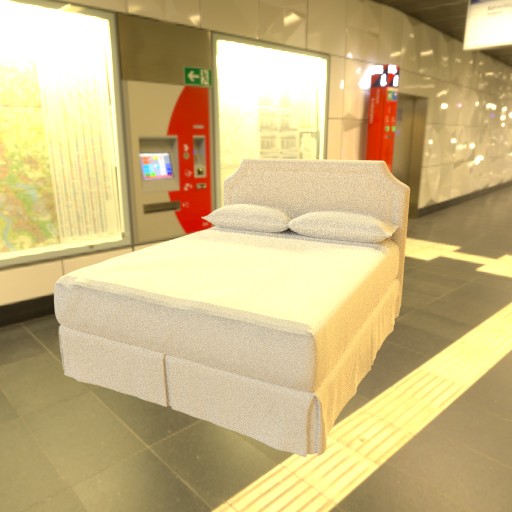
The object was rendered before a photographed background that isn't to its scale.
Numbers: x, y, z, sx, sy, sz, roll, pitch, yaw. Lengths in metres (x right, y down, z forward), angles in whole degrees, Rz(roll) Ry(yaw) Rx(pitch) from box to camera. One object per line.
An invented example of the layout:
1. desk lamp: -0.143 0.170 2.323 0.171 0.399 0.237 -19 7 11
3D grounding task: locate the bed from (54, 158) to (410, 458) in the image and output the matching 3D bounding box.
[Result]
1. bed: 0.000 0.000 3.787 2.134 1.524 2.548 8 17 27
